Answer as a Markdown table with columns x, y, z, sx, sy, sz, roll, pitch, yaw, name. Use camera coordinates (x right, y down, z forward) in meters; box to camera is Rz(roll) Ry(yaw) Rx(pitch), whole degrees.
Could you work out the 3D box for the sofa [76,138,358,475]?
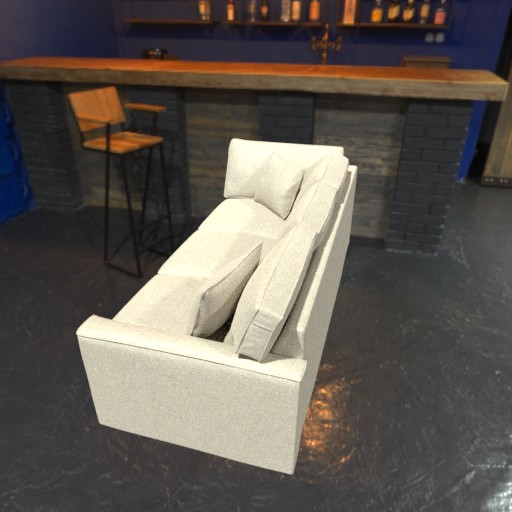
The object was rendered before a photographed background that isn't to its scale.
| x | y | z | sx | sy | sz | roll | pitch | yaw | name |
| --- | --- | --- | --- | --- | --- | --- | --- | --- | --- |
| 0.000 | 0.000 | 2.854 | 1.053 | 0.948 | 2.323 | 8 | 30 | 14 | sofa |
